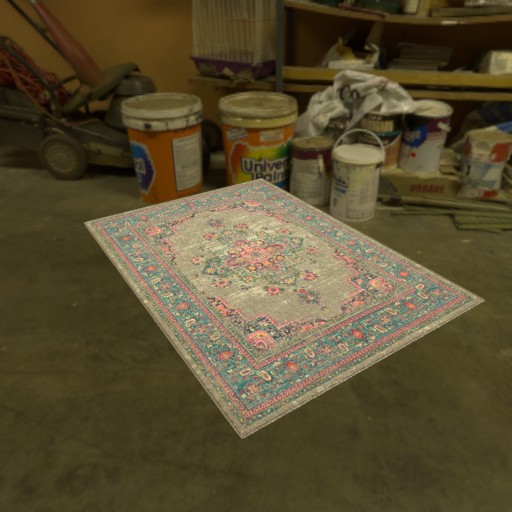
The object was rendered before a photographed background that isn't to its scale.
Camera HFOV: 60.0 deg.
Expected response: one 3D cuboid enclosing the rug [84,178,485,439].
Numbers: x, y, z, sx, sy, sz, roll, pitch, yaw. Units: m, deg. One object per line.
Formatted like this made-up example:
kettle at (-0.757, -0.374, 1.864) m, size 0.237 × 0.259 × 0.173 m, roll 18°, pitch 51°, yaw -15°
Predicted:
rug at (0.000, 0.000, 2.878) m, size 1.609 × 0.013 × 2.214 m, roll -19°, pitch 36°, yaw -28°
